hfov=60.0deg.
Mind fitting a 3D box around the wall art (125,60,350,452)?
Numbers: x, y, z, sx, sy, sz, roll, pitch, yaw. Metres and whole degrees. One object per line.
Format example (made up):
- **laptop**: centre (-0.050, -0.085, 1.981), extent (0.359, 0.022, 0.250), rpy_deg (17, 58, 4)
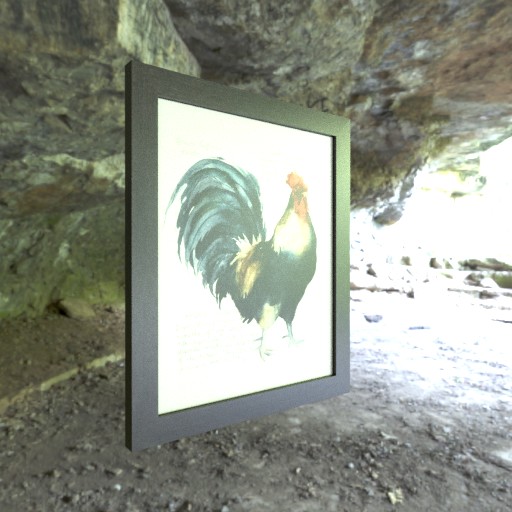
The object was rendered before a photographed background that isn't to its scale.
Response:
- **wall art**: centre (0.000, 0.000, 0.808), extent (0.479, 0.580, 0.027), rpy_deg (0, 0, -37)
